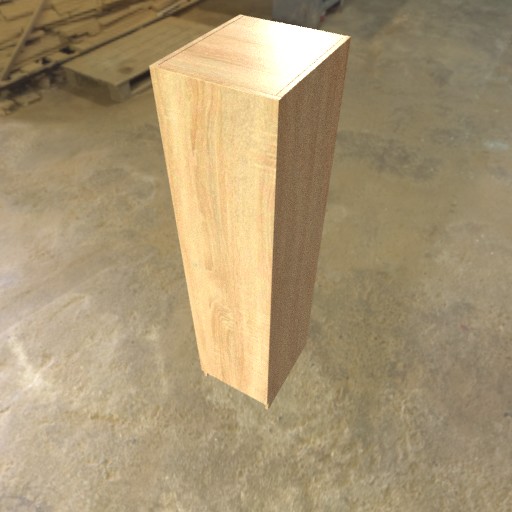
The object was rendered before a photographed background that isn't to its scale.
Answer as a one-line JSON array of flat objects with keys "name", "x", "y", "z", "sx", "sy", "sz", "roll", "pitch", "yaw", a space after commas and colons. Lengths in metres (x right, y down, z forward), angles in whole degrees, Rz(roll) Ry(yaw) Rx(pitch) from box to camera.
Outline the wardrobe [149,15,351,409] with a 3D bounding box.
[{"name": "wardrobe", "x": 0.000, "y": 0.000, "z": 2.347, "sx": 0.496, "sy": 2.117, "sz": 0.588, "roll": 22, "pitch": 50, "yaw": 20}]
